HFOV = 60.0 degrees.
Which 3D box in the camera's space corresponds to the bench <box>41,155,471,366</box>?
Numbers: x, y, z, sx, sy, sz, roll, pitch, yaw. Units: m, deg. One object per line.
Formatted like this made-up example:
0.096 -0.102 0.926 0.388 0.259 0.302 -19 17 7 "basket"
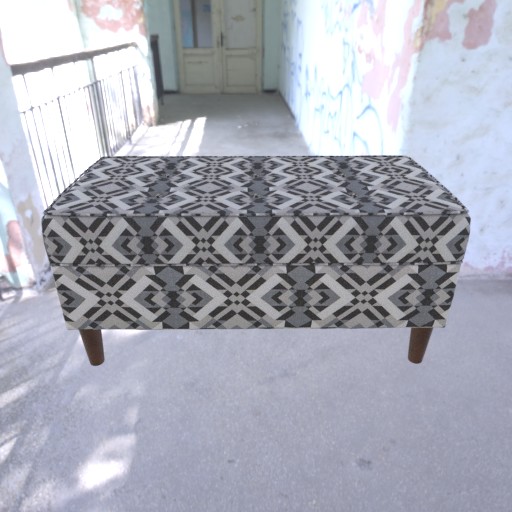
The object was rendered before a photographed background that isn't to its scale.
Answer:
0.000 0.000 1.324 1.016 0.477 0.492 0 29 0 "bench"
